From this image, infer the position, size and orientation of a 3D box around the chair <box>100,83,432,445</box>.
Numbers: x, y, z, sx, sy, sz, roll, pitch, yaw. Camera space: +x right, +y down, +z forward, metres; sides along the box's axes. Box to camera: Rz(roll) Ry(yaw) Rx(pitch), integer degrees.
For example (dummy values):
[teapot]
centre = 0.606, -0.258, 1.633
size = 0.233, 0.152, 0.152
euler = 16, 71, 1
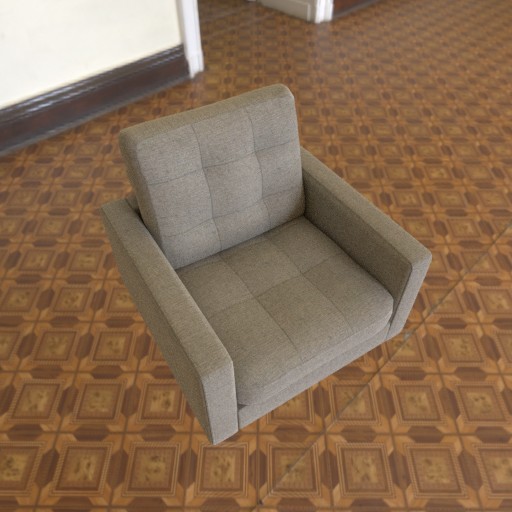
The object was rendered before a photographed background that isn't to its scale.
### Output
[chair]
centre = 0.000, 0.000, 1.546
size = 0.821, 0.880, 0.843
euler = -24, 51, -21
